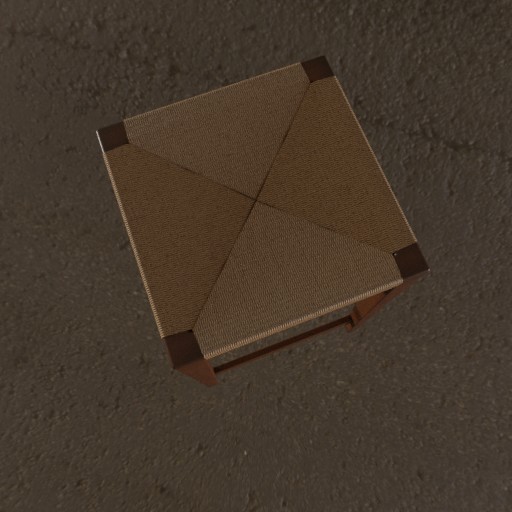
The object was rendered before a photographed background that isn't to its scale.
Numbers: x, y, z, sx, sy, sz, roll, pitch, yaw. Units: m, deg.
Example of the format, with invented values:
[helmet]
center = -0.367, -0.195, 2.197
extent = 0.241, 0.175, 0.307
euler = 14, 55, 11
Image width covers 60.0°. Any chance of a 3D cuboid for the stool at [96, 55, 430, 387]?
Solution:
[stool]
center = 0.000, 0.000, 1.091
extent = 0.507, 0.762, 0.497
euler = -20, 76, -5
